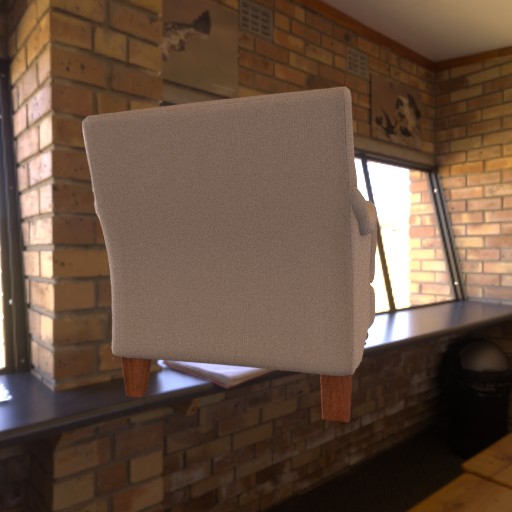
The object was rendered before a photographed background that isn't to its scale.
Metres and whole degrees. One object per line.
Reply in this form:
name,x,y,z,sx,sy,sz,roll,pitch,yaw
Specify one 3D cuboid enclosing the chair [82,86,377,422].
chair,0.000,0.000,1.833,0.955,1.038,1.070,0,1,18
